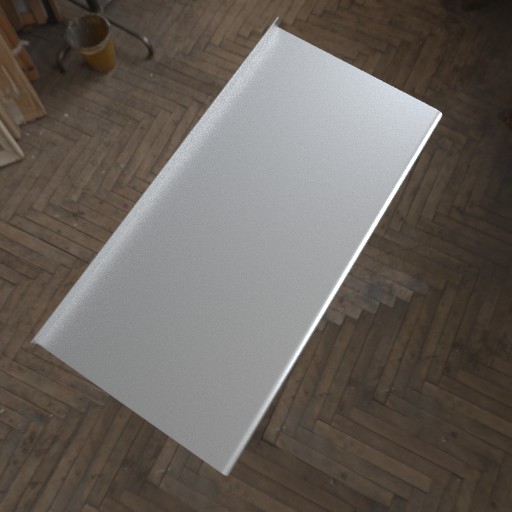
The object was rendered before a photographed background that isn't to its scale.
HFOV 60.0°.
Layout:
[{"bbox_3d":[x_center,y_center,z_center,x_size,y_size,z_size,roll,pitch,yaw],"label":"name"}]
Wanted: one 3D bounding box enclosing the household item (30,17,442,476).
[{"bbox_3d":[0.000,0.000,1.650,0.610,0.851,1.219,31,77,8],"label":"household item"}]
